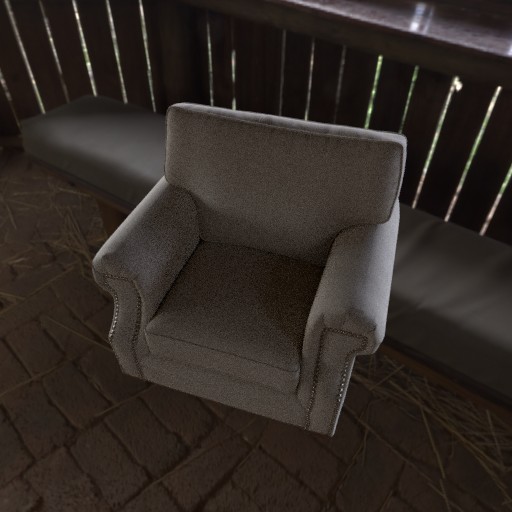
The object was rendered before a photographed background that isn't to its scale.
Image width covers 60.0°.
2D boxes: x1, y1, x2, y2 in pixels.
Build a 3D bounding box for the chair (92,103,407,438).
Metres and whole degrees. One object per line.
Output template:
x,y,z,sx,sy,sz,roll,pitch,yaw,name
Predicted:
0.000,0.000,1.854,1.092,0.961,0.965,12,44,13,chair
